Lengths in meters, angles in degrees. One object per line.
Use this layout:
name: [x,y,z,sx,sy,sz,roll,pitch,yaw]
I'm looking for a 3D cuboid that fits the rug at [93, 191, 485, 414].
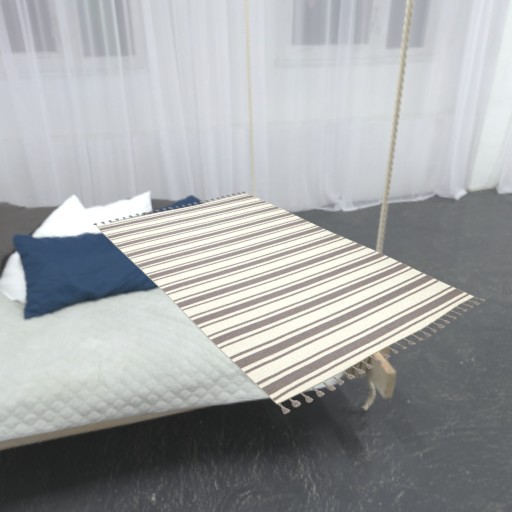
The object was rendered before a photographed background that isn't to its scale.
rug: [0.000,0.000,2.542,1.229,0.011,2.096,-17,31,-31]
